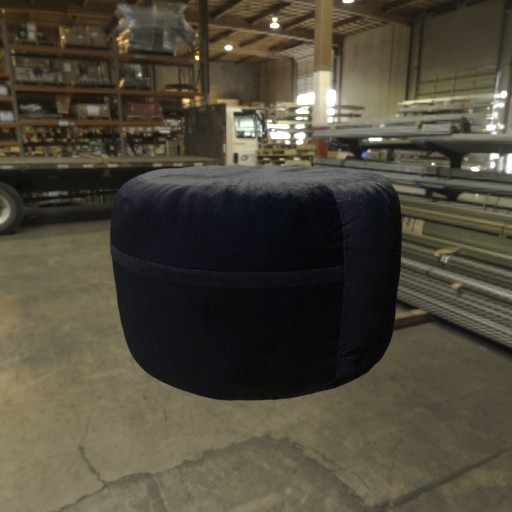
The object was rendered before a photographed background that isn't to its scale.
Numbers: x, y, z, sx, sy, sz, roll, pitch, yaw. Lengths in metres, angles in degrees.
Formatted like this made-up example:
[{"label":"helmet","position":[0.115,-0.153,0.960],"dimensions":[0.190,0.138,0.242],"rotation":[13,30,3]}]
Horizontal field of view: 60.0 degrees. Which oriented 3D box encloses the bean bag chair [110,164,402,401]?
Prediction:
[{"label":"bean bag chair","position":[0.000,0.000,1.962],"dimensions":[1.219,0.762,1.219],"rotation":[0,15,0]}]
